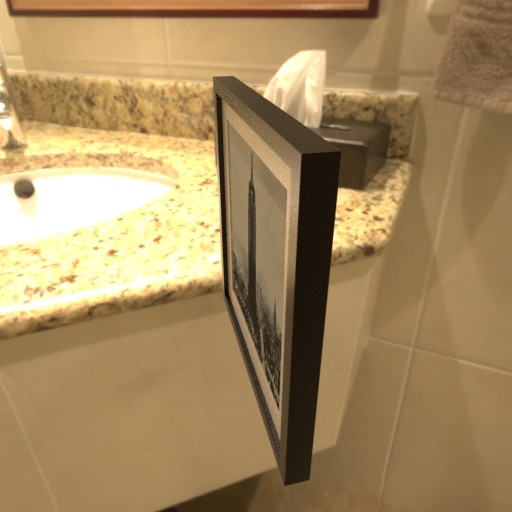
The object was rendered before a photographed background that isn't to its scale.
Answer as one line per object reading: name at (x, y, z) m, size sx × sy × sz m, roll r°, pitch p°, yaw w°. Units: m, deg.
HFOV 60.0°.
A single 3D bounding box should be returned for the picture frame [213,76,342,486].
picture frame at (0.000, 0.000, 0.527) m, size 0.029 × 0.353 × 0.355 m, roll -7°, pitch 31°, yaw -12°
